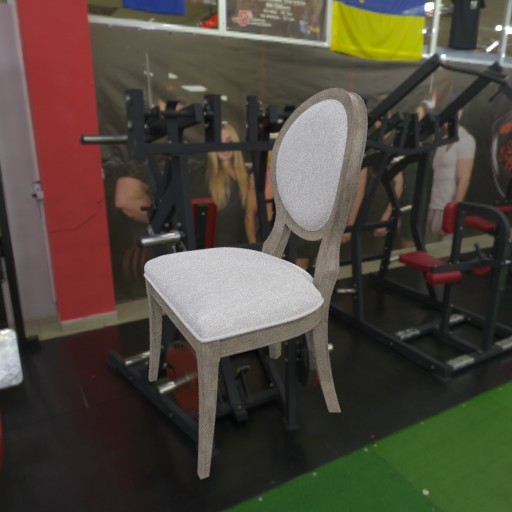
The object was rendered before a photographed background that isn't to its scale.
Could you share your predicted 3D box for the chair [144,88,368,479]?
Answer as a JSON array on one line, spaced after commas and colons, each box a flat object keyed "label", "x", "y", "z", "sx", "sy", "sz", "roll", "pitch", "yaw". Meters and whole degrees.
[{"label": "chair", "x": 0.000, "y": 0.000, "z": 1.370, "sx": 0.602, "sy": 0.990, "sz": 0.558, "roll": -9, "pitch": 19, "yaw": -26}]
